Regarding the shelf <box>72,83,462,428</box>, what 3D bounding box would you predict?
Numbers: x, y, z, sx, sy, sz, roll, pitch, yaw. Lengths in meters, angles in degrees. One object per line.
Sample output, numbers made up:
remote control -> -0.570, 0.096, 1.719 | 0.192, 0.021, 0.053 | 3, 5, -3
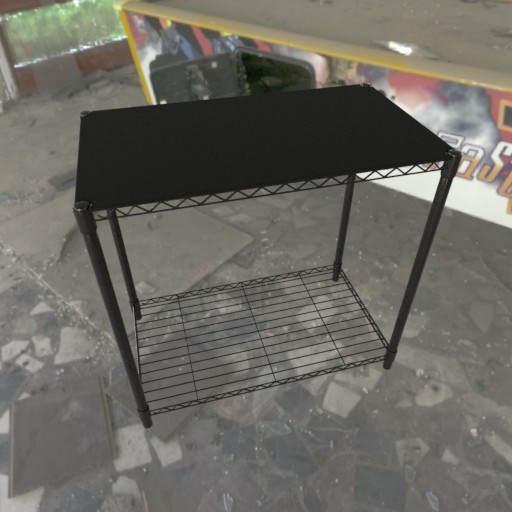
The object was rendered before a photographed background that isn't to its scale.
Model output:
shelf -> 0.000, 0.000, 0.939 | 0.589, 0.564, 0.338 | -10, 41, -11
